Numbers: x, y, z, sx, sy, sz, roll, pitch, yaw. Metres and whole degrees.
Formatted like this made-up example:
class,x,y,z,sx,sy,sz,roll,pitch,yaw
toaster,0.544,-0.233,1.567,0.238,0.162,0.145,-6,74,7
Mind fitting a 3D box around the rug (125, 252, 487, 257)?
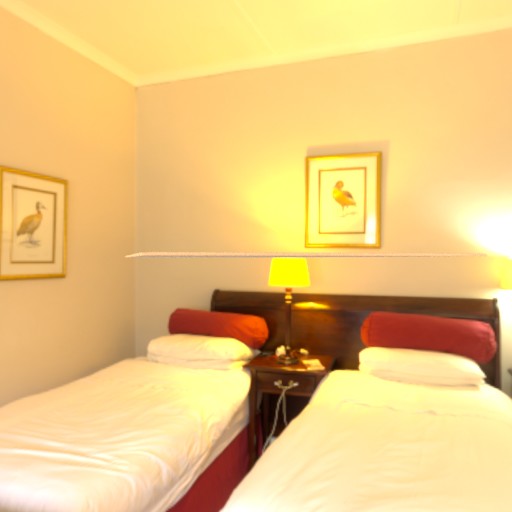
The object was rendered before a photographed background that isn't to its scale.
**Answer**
class,x,y,z,sx,sy,sz,roll,pitch,yaw
rug,0.000,0.000,2.781,1.524,0.013,2.134,0,0,-18
